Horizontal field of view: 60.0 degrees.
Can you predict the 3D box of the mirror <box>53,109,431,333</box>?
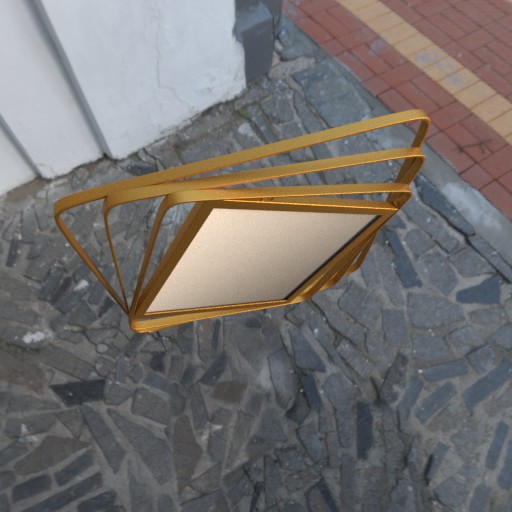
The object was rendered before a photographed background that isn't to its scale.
[{"bbox_3d":[0.000,0.000,0.703,0.470,0.468,0.045,-16,65,-8],"label":"mirror"}]
